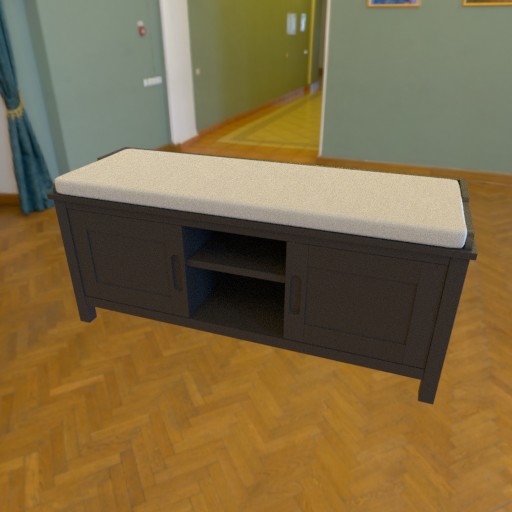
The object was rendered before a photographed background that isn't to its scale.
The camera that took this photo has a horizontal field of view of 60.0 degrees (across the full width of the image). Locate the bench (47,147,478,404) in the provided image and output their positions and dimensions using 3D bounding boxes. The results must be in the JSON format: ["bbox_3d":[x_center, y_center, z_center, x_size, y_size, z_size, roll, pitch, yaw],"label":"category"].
[{"bbox_3d":[0.000,0.000,1.371,1.140,0.501,0.398,9,29,17],"label":"bench"}]
